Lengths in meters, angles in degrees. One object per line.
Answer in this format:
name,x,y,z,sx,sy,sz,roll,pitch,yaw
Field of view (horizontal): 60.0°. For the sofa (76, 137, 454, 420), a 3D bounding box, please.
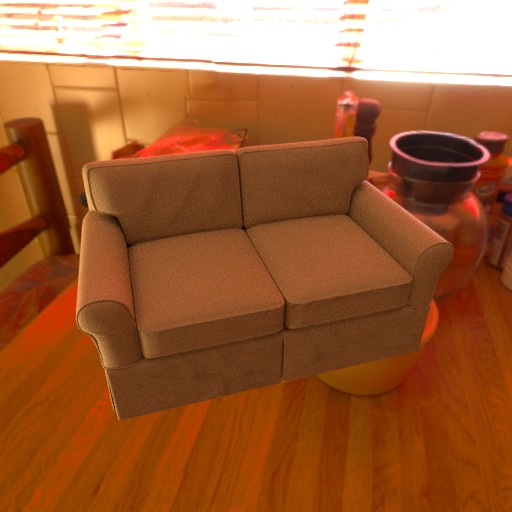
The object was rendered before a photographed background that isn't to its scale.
sofa,0.000,0.000,2.356,1.727,0.940,0.991,-9,33,-14
